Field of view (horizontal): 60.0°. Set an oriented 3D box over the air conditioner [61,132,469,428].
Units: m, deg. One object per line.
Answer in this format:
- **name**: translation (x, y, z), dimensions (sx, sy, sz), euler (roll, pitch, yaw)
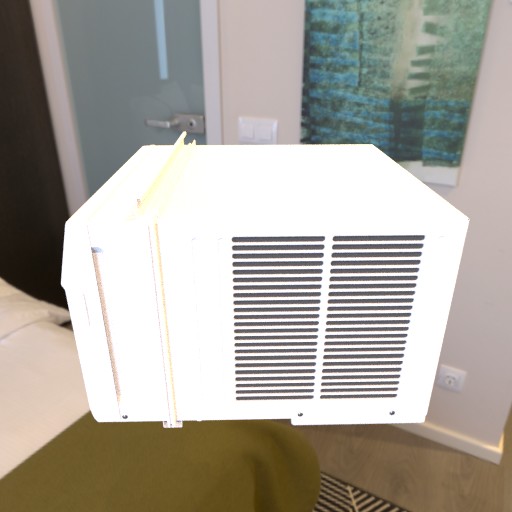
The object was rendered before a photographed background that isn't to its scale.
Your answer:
- **air conditioner**: translation (0.000, 0.000, 0.855), dimensions (0.546, 0.388, 0.503), euler (-1, 25, -1)
